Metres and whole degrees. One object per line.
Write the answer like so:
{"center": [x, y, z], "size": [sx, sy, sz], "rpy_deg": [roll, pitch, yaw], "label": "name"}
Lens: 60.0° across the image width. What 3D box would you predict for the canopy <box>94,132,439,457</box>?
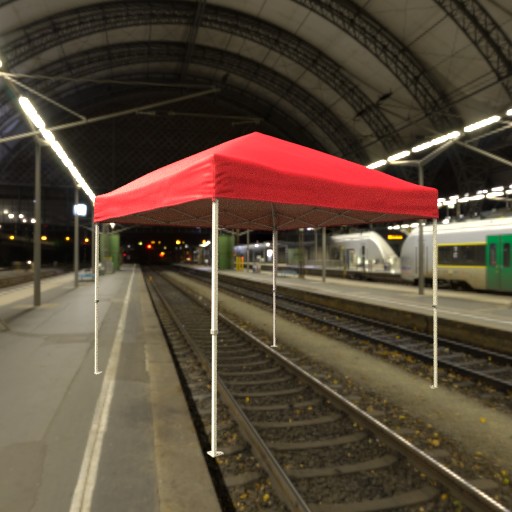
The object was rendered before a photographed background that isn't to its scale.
{"center": [0.000, 0.000, 5.360], "size": [2.996, 2.997, 2.998], "rpy_deg": [0, 0, -36], "label": "canopy"}
